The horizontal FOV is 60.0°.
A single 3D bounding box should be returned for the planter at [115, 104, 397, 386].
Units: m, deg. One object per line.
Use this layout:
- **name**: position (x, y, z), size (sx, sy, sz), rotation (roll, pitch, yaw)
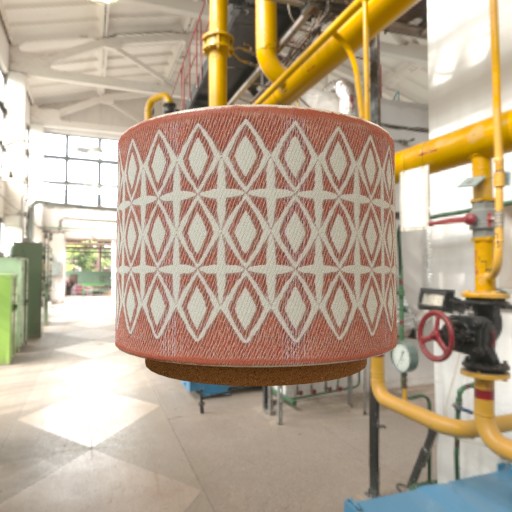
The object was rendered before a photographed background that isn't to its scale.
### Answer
- **planter**: position (0.000, 0.000, 0.319), size (0.192, 0.148, 0.192), rotation (0, -2, 0)
